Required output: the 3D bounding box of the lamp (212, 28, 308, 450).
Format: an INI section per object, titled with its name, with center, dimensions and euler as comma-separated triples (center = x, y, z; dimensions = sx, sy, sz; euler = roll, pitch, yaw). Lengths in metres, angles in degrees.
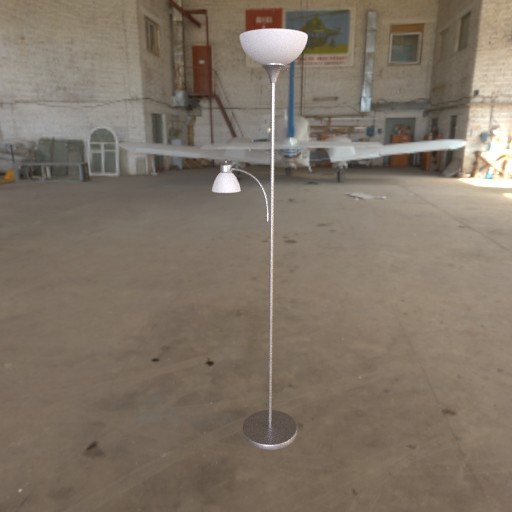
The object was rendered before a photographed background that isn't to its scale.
[lamp]
center = 0.000, 0.000, 2.011
dimensions = 0.425, 1.804, 0.279
euler = 7, 17, 25
